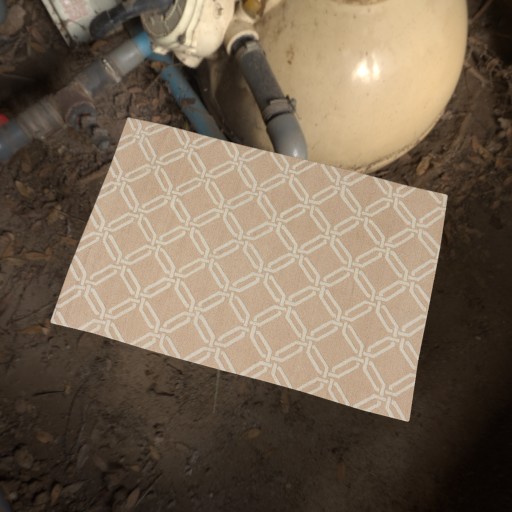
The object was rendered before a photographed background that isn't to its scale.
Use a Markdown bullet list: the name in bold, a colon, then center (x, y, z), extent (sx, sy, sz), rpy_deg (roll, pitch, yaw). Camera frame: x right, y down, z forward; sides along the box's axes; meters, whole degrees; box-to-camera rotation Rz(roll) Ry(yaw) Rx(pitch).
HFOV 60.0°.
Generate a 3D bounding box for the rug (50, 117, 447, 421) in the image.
- **rug**: center (0.000, 0.000, 2.193), extent (1.745, 0.010, 1.146), rpy_deg (14, 76, 4)
